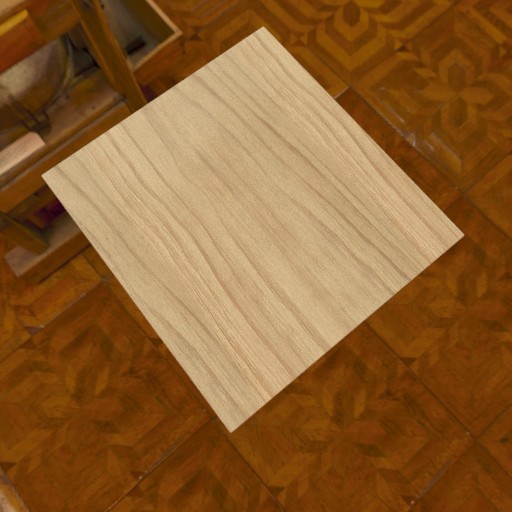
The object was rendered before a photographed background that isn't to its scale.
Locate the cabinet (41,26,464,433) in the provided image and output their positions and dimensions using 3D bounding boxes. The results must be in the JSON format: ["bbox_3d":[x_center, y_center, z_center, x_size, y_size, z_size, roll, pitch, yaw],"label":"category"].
[{"bbox_3d":[0.000,0.000,0.857,0.401,0.579,0.409,-38,78,-9],"label":"cabinet"}]
